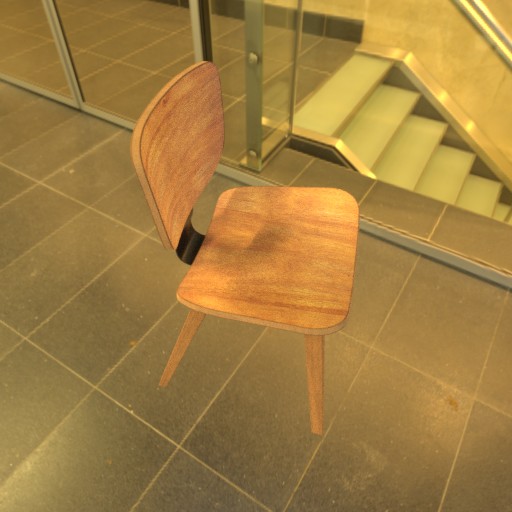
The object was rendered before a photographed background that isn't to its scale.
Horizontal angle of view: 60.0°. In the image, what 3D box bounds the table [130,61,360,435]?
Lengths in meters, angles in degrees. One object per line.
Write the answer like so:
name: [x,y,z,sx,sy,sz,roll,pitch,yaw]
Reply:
table: [0.000,0.000,1.132,0.500,0.805,0.499,9,47,9]
